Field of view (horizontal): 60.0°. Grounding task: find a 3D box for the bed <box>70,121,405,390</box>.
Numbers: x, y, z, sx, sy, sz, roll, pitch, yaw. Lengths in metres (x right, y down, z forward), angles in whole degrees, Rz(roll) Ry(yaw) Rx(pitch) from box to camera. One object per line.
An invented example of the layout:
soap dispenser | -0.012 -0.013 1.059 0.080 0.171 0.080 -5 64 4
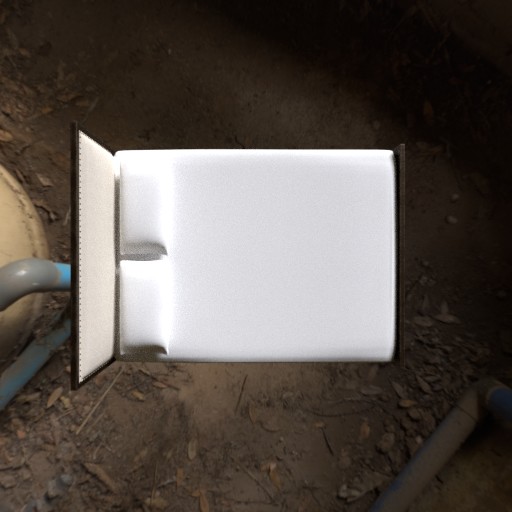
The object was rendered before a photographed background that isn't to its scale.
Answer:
bed | 0.000 0.000 3.305 2.221 1.313 1.607 0 90 0
